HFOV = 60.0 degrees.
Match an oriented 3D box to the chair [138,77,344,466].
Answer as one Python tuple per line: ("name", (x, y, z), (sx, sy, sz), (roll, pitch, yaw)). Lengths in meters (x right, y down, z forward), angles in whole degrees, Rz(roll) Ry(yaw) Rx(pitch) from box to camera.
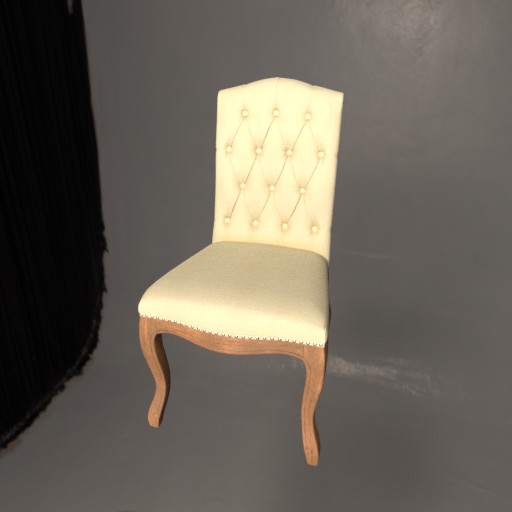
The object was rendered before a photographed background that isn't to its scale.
("chair", (0.000, 0.000, 1.590), (0.623, 1.165, 0.715), (7, 25, 15))
